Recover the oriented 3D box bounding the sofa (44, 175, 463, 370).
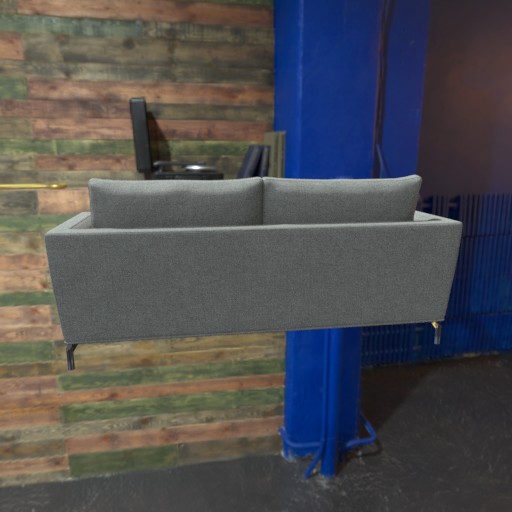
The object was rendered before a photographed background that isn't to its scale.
[{"bbox_3d":[0.000,0.000,2.756,2.212,1.002,0.869,-2,13,-9],"label":"sofa"}]
